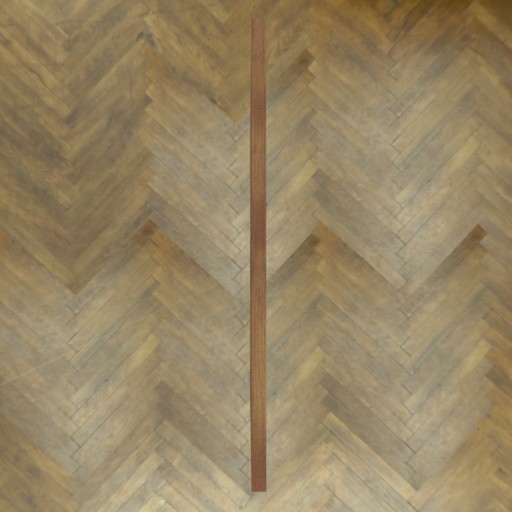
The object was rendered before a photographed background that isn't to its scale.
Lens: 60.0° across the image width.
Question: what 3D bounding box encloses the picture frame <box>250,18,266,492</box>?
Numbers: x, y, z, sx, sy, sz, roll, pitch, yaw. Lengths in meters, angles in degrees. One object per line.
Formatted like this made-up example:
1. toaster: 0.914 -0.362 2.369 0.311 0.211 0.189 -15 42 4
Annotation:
1. picture frame: 0.000 0.000 1.208 0.029 0.640 0.950 0 88 -1
